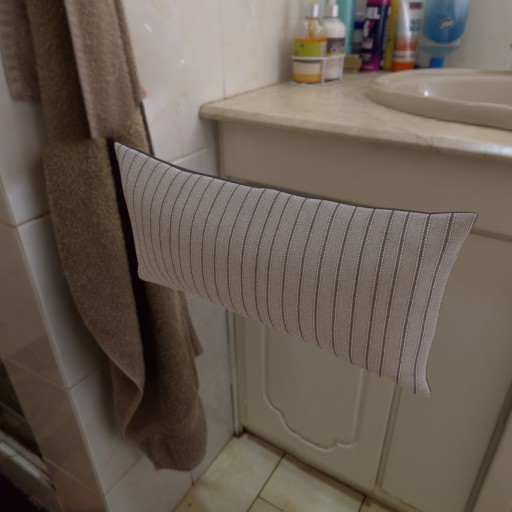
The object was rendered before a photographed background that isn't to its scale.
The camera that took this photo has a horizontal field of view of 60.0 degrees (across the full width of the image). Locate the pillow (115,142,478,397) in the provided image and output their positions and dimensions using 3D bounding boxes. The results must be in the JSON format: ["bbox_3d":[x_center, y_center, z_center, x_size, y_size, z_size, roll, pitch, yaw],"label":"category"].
[{"bbox_3d":[0.000,0.000,0.723,0.609,0.305,0.151,18,35,29],"label":"pillow"}]
